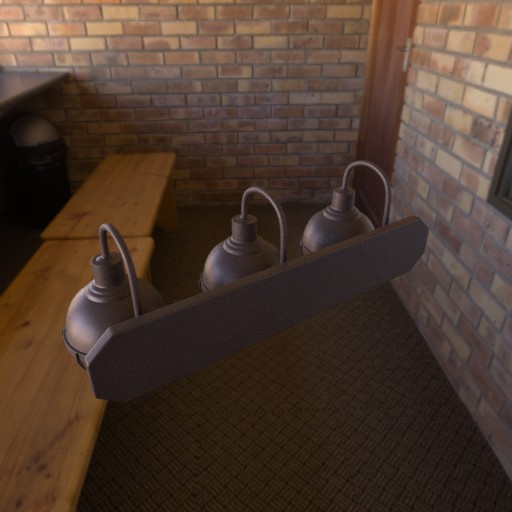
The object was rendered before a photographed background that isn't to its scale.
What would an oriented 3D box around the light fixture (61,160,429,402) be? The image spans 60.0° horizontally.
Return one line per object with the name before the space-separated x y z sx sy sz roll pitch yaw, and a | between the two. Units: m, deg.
light fixture | 0.000 0.000 0.753 0.634 0.254 0.229 -19 34 -30
